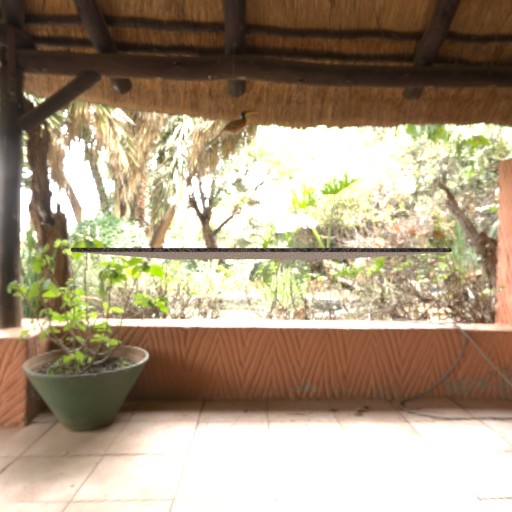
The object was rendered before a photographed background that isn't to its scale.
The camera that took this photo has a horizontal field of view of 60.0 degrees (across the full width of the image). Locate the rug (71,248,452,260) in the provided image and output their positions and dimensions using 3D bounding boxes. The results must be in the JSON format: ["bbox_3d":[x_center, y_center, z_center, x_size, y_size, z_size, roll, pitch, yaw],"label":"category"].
[{"bbox_3d":[0.000,0.000,2.888,1.501,0.017,2.298,0,-1,-1],"label":"rug"}]
